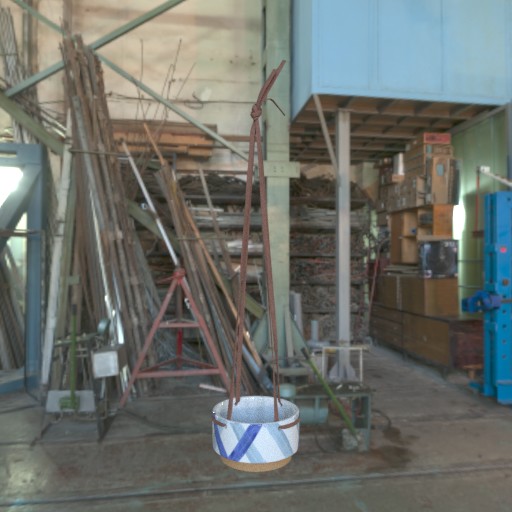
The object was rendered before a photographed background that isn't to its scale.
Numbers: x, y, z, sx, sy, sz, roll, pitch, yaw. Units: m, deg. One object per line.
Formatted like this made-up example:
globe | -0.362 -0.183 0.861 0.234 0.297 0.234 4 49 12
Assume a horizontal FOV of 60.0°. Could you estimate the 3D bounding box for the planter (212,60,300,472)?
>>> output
planter | 0.000 0.000 0.839 0.166 0.751 0.166 0 -1 36
